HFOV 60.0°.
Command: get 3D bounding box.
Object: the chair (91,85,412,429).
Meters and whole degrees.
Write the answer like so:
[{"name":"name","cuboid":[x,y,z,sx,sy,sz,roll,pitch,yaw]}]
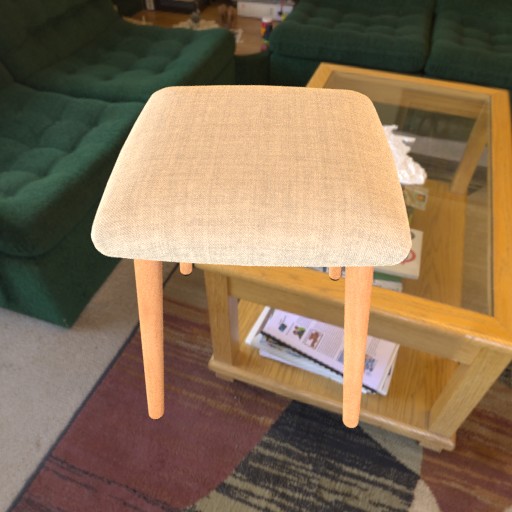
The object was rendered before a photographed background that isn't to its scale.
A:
[{"name":"chair","cuboid":[0.000,0.000,0.691,0.350,0.440,0.350,2,46,2]}]
